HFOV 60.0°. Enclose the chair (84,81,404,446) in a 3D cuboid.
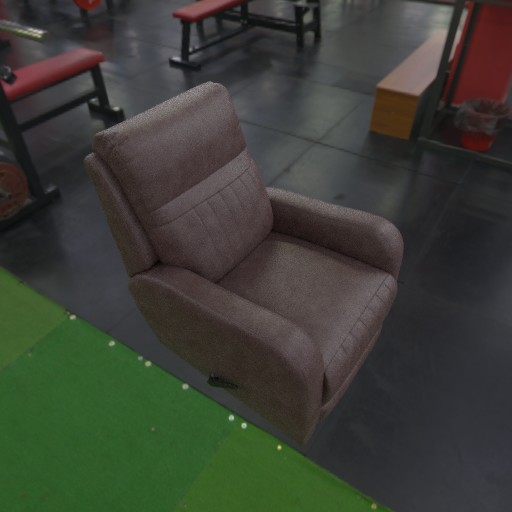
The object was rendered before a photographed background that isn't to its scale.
[{"bbox_3d":[0.000,0.000,1.817,1.067,1.067,0.865,26,49,25],"label":"chair"}]
